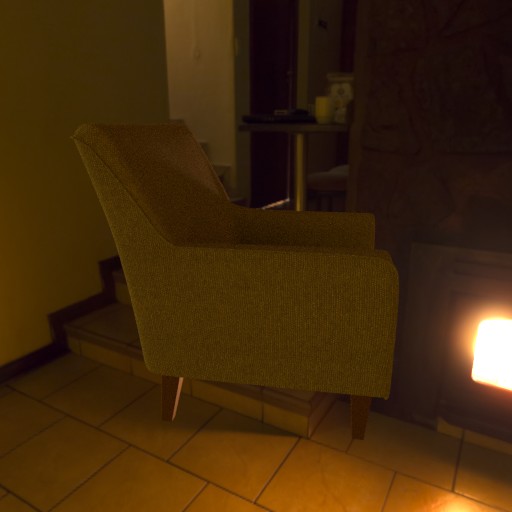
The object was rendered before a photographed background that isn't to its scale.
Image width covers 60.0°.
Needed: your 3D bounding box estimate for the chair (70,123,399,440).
[{"bbox_3d":[0.000,0.000,1.602,0.899,0.919,0.780,3,17,10],"label":"chair"}]
